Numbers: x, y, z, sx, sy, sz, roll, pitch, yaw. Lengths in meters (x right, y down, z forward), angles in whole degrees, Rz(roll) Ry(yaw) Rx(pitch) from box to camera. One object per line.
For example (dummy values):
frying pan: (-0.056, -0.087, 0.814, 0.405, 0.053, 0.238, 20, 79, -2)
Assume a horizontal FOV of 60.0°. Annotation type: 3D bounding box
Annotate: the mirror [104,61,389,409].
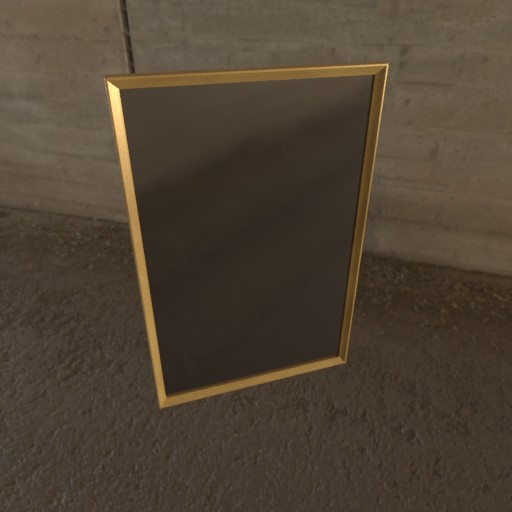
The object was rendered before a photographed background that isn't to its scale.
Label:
mirror: (0.000, 0.000, 1.162, 0.609, 0.915, 0.041, -9, 32, -15)
